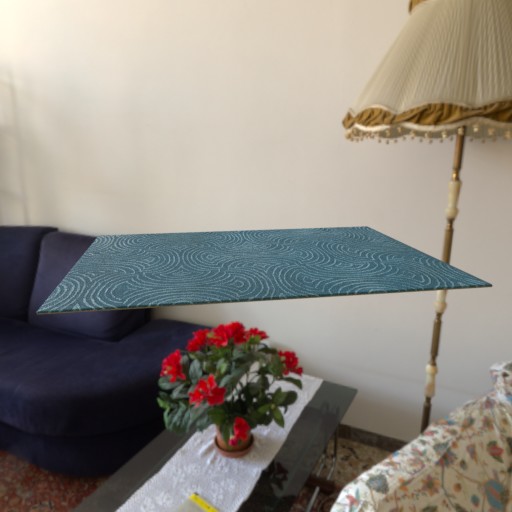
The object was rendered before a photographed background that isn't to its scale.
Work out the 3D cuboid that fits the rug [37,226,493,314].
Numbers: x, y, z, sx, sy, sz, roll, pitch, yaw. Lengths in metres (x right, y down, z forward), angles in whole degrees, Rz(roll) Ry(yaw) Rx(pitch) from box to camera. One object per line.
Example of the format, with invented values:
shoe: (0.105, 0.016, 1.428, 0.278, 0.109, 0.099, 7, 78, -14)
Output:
rug: (0.000, 0.000, 2.780, 2.144, 0.015, 1.543, -3, 15, -9)
